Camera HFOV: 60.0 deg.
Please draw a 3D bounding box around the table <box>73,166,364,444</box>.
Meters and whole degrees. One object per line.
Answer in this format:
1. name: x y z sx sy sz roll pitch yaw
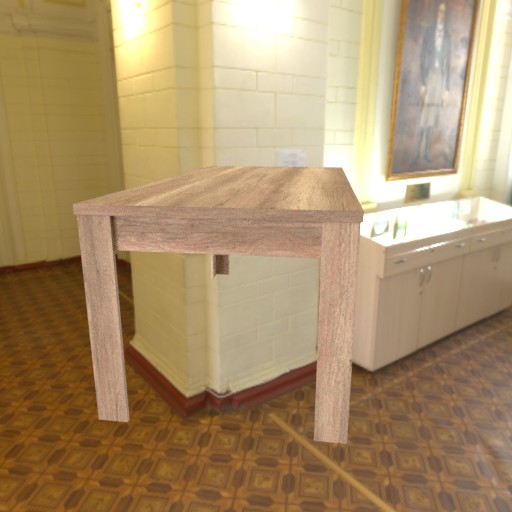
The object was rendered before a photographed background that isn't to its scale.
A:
1. table: 0.000 0.000 2.299 0.900 0.790 1.800 2 15 8
